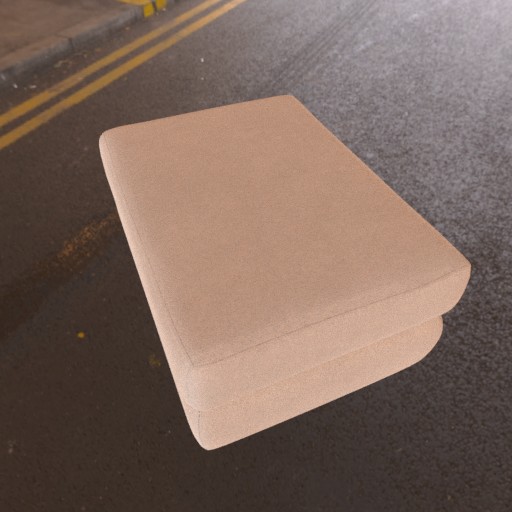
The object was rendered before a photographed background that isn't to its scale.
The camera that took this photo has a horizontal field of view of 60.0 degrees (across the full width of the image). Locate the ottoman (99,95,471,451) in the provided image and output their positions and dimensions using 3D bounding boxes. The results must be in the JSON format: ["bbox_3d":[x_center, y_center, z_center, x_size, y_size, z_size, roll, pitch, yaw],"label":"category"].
[{"bbox_3d":[0.000,0.000,1.102,0.569,0.499,0.773,-17,48,-16],"label":"ottoman"}]
